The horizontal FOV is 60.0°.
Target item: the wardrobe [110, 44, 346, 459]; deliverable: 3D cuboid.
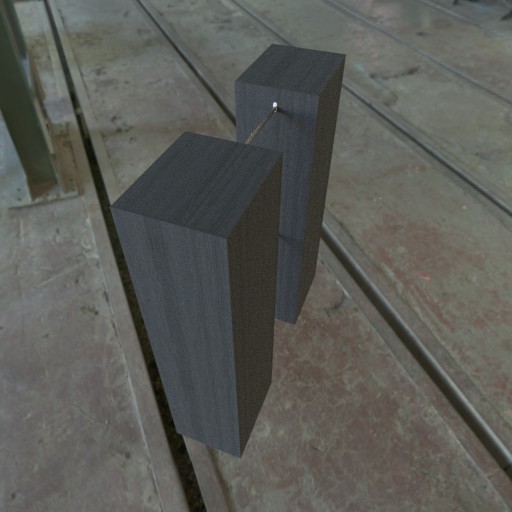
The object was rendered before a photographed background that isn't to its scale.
[{"bbox_3d":[0.000,0.000,2.887,0.480,2.000,1.770,16,47,15],"label":"wardrobe"}]
